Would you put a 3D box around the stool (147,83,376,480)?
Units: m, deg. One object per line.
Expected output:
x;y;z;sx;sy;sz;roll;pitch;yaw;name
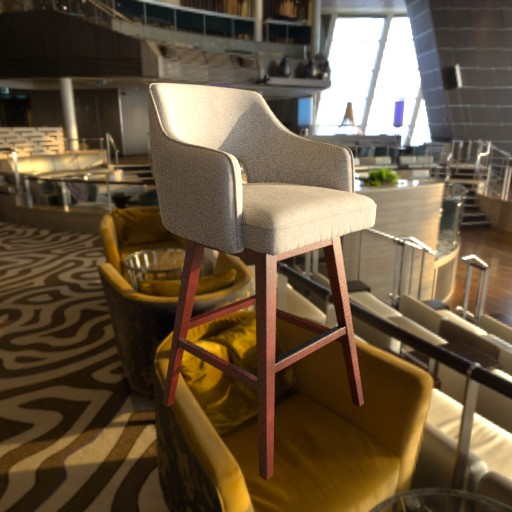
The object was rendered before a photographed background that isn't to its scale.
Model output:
0.000;0.000;1.358;0.558;1.012;0.548;15;22;43;stool
